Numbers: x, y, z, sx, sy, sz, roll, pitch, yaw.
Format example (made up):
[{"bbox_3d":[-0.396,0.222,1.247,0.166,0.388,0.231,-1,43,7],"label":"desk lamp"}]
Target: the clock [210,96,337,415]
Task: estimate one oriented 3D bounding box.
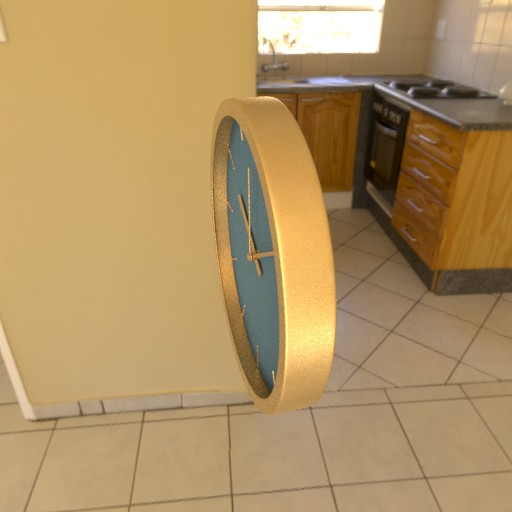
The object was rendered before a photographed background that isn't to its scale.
[{"bbox_3d":[0.000,0.000,0.464,0.040,0.314,0.314,-8,30,-13],"label":"clock"}]
